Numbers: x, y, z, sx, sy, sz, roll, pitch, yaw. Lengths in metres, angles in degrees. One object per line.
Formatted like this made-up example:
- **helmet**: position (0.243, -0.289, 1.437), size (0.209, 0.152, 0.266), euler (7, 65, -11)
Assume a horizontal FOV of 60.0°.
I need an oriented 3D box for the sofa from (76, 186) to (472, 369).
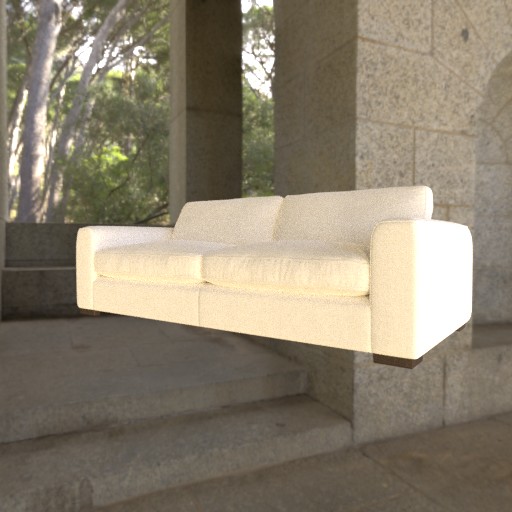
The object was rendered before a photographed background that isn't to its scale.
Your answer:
- **sofa**: position (0.000, 0.000, 2.725), size (2.262, 0.801, 1.070), euler (2, 3, 36)
